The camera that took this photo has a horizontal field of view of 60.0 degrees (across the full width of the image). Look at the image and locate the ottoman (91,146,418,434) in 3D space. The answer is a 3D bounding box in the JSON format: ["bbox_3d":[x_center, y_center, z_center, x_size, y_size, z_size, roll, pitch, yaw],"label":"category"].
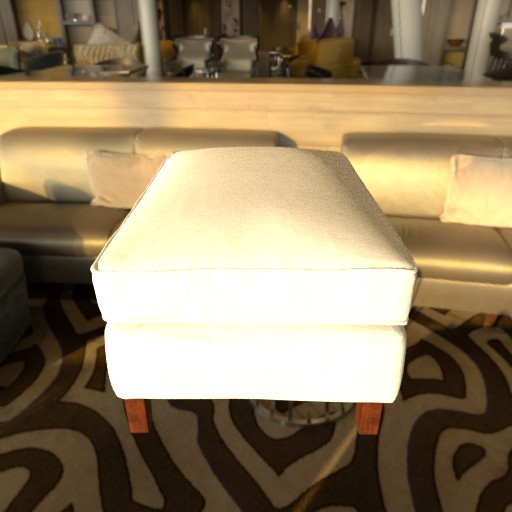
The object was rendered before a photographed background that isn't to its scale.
[{"bbox_3d":[0.000,0.000,0.960,0.501,0.406,0.665,0,27,1],"label":"ottoman"}]
